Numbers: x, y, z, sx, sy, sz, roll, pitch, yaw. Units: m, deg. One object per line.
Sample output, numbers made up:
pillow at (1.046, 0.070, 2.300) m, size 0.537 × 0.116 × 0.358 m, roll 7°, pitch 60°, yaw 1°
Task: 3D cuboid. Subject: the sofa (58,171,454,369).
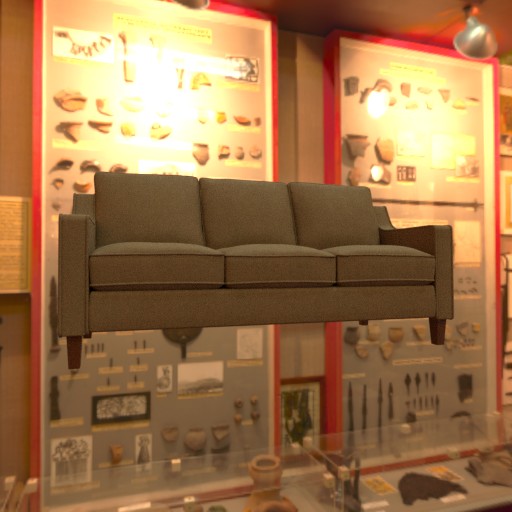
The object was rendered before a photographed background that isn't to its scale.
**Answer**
sofa at (0.000, 0.000, 2.540) m, size 1.986 × 0.974 × 0.911 m, roll 0°, pitch -1°, yaw -17°
